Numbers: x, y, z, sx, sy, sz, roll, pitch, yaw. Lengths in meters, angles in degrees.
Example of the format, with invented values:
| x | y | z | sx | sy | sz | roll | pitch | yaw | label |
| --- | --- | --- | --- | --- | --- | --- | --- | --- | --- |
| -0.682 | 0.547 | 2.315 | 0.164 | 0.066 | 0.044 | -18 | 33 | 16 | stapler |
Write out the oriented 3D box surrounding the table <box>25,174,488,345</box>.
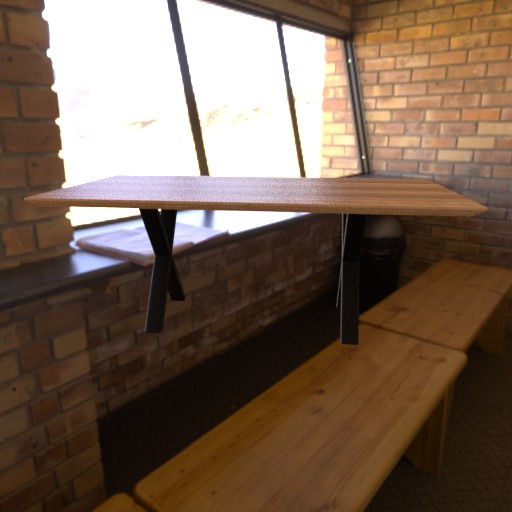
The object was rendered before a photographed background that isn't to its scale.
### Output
| x | y | z | sx | sy | sz | roll | pitch | yaw | label |
| --- | --- | --- | --- | --- | --- | --- | --- | --- | --- |
| 0.000 | 0.000 | 2.481 | 2.000 | 0.770 | 1.000 | 2 | 17 | 7 | table |
